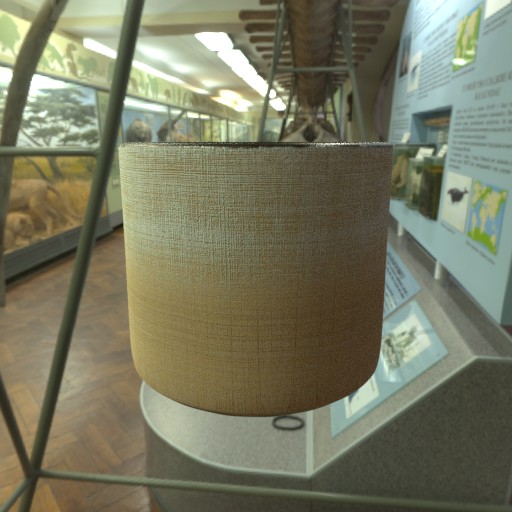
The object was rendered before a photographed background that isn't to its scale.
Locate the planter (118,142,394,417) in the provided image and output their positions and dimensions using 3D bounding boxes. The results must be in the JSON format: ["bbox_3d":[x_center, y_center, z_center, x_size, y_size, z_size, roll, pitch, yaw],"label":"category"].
[{"bbox_3d":[0.000,0.000,0.445,0.254,0.221,0.254,0,15,0],"label":"planter"}]
